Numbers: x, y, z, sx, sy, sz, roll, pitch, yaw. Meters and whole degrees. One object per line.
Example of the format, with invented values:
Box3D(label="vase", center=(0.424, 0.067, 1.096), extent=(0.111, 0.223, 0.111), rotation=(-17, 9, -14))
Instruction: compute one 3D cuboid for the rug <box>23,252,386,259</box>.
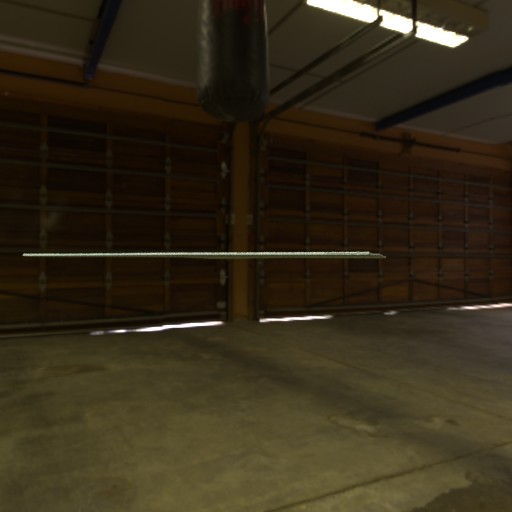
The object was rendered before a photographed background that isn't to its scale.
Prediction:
Box3D(label="rug", center=(0.000, 0.000, 2.962), extent=(1.613, 0.030, 2.306), rotation=(0, -1, 18))
